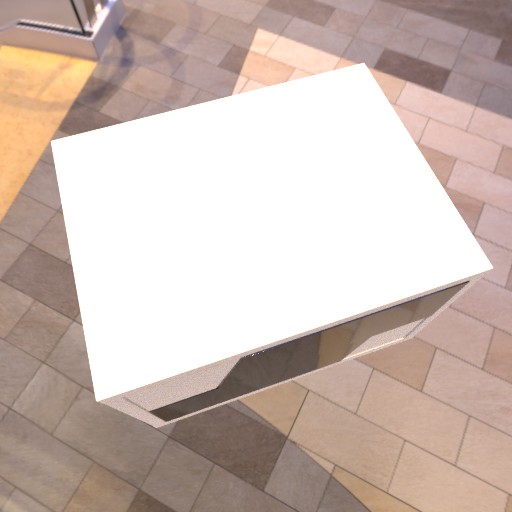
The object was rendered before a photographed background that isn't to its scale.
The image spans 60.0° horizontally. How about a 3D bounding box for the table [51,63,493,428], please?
[{"bbox_3d":[0.000,0.000,0.781,0.517,0.357,0.399,-17,65,-8],"label":"table"}]
